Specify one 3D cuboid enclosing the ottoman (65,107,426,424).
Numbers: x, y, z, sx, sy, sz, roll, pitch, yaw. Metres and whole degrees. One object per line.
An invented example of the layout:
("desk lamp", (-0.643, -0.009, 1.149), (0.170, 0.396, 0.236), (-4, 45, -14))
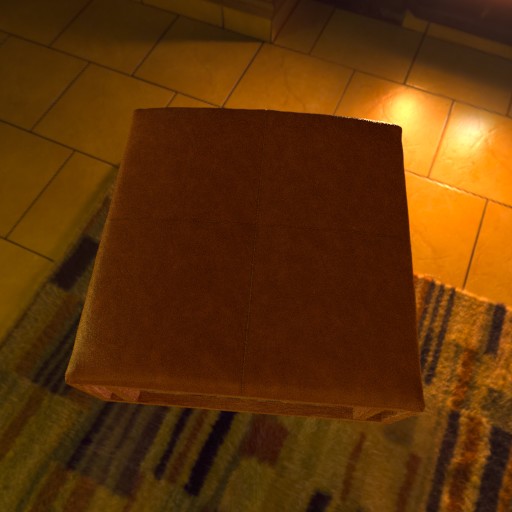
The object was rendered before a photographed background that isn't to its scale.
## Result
("ottoman", (0.000, 0.000, 1.581), (1.013, 0.442, 1.016), (4, 64, 2))
